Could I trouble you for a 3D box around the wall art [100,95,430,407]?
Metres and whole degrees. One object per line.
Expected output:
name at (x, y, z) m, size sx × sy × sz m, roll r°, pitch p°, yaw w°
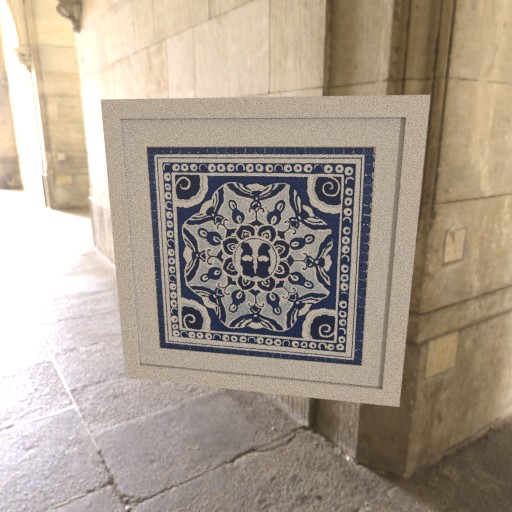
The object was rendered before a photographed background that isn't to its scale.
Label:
wall art at (0.000, 0.000, 0.829) m, size 0.559 × 0.559 × 0.028 m, roll 3°, pitch 16°, yaw 10°
